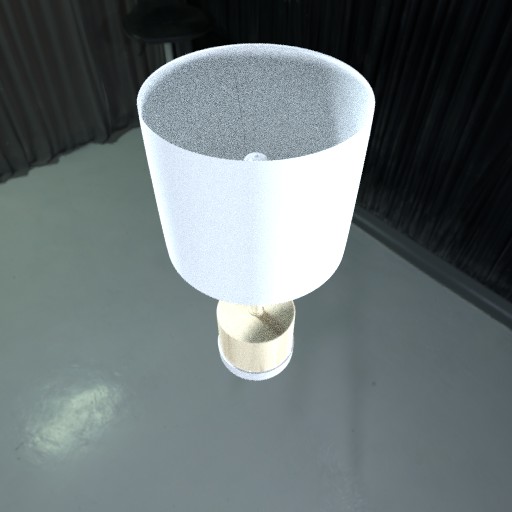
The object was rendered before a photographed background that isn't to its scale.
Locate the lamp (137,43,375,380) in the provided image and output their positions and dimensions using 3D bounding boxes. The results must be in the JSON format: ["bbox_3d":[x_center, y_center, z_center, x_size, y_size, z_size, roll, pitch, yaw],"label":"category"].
[{"bbox_3d":[0.000,0.000,0.602,0.229,0.470,0.229,-35,56,-28],"label":"lamp"}]
